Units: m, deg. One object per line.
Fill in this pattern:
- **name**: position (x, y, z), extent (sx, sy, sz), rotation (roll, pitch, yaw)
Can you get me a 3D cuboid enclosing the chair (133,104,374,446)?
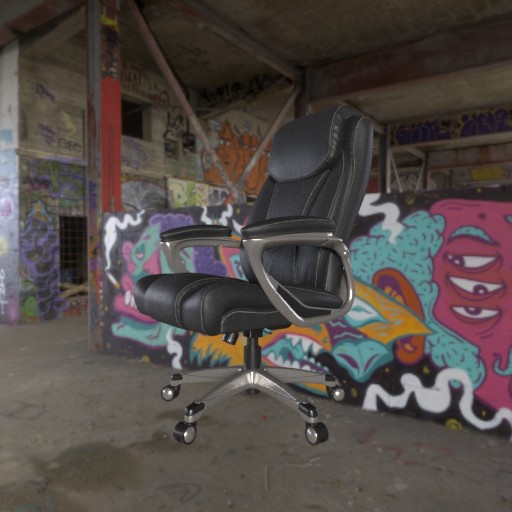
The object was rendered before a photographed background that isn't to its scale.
- **chair**: position (0.000, 0.000, 1.664), extent (0.784, 1.167, 0.741), rotation (-1, 1, -35)
